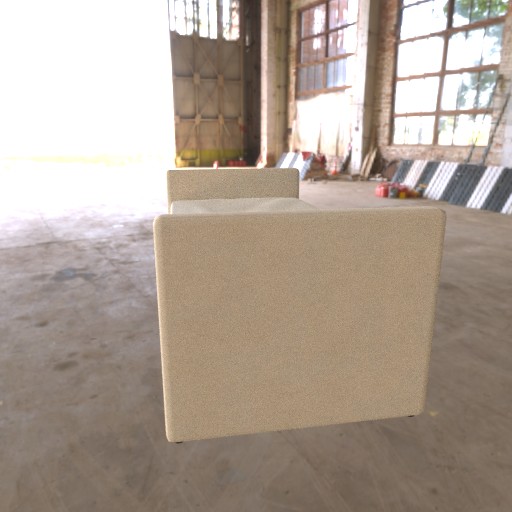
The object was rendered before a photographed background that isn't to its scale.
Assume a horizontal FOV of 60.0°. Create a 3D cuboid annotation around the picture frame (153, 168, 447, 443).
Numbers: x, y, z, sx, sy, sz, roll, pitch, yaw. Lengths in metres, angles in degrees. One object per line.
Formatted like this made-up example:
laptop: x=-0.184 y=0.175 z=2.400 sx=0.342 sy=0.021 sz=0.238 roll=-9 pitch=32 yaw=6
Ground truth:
picture frame: x=0.000 y=0.000 z=2.680 sx=1.069 sy=0.891 sz=2.161 roll=-3 pitch=16 yaw=-10
